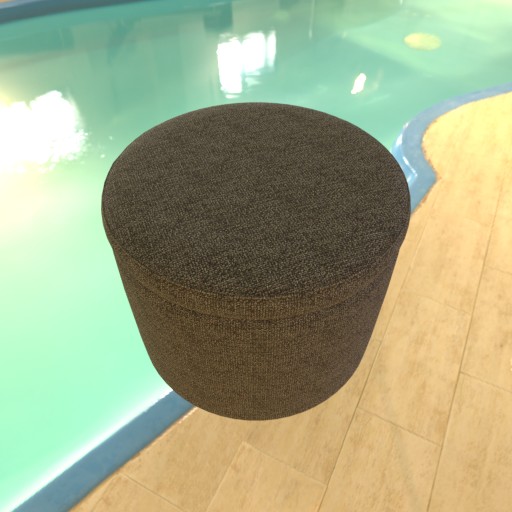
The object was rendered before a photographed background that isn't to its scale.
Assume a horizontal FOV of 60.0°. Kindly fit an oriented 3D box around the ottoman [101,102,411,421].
[{"bbox_3d":[0.000,0.000,0.890,0.520,0.430,0.520,0,47,0],"label":"ottoman"}]
